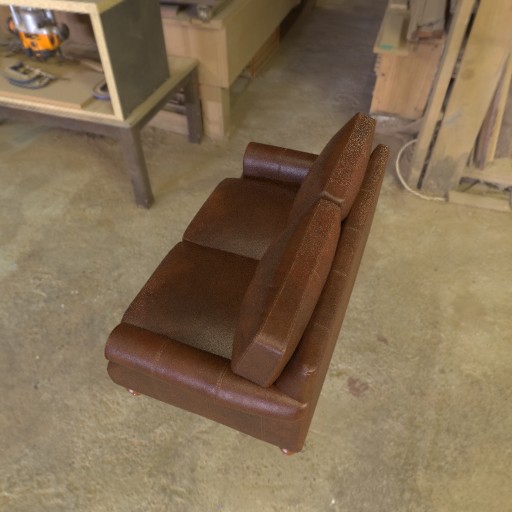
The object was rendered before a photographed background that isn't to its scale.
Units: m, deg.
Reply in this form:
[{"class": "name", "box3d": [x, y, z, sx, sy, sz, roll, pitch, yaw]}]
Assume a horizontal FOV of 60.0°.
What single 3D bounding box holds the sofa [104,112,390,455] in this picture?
[{"class": "sofa", "box3d": [0.000, 0.000, 2.241, 0.990, 0.976, 1.616, 16, 49, 14]}]
